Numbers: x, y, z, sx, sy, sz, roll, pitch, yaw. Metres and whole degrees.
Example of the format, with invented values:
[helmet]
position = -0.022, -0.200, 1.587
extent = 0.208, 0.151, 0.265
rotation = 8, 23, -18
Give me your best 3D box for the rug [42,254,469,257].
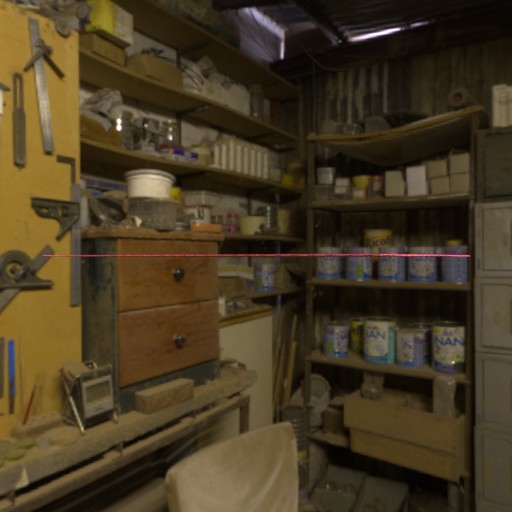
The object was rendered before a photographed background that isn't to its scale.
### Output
[rug]
position = 0.000, 0.000, 2.791
extent = 2.184, 0.007, 1.579
rotation = 0, 0, 36
